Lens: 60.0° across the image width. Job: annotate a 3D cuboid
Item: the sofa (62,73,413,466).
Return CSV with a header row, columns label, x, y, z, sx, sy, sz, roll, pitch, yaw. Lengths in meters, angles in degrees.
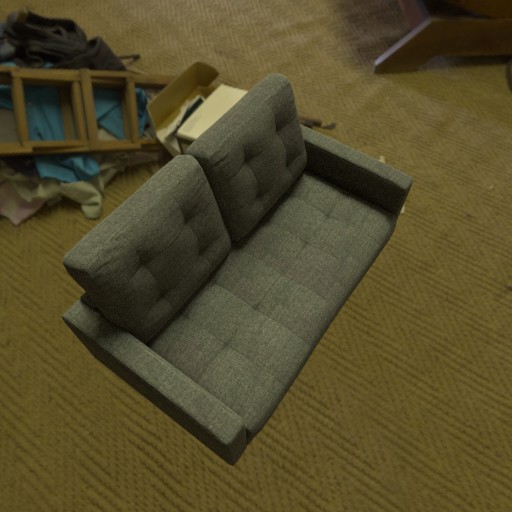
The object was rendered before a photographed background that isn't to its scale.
label,x,y,z,sx,sy,sz,roll,pitch,yaw
sofa,0.000,0.000,1.915,0.842,0.907,1.407,31,62,18
